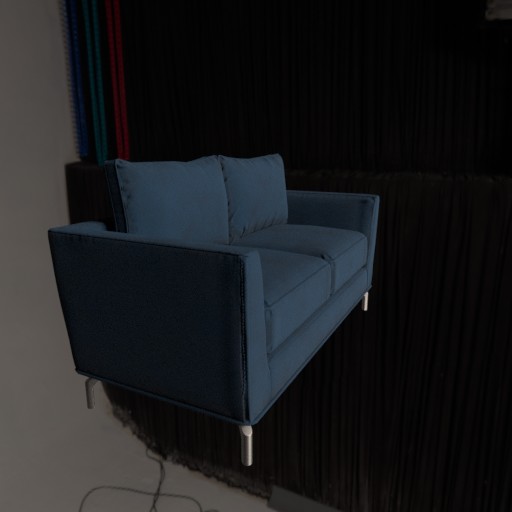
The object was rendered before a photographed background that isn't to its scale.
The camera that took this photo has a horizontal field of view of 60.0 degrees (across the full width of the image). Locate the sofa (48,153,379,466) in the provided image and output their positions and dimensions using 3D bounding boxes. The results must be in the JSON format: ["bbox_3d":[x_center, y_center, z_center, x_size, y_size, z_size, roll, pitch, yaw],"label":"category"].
[{"bbox_3d":[0.000,0.000,2.265,0.853,1.002,1.770,7,16,26],"label":"sofa"}]
